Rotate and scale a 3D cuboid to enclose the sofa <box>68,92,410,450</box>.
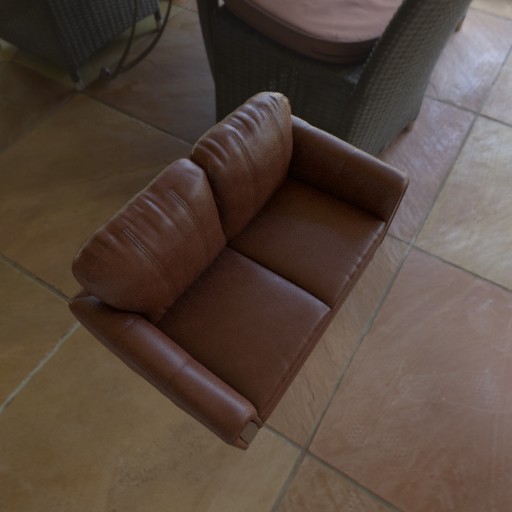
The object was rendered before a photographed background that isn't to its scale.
[{"bbox_3d":[0.000,0.000,1.963,0.805,0.906,1.406,31,63,17],"label":"sofa"}]
